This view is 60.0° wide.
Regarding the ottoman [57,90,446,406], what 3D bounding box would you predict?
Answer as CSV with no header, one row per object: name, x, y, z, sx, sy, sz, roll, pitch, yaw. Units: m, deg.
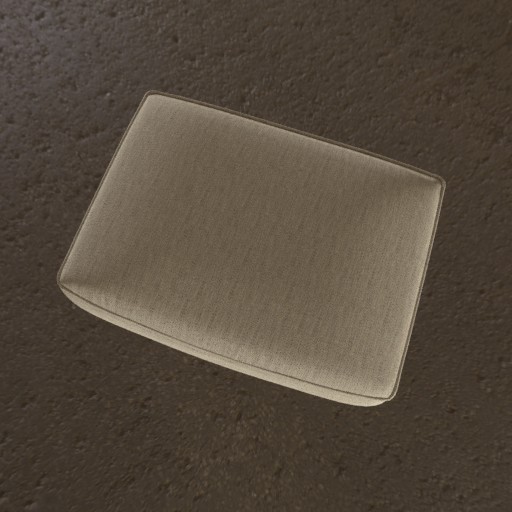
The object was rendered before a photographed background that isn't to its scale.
ottoman,0.000,0.000,1.182,0.794,0.465,0.594,18,75,5
